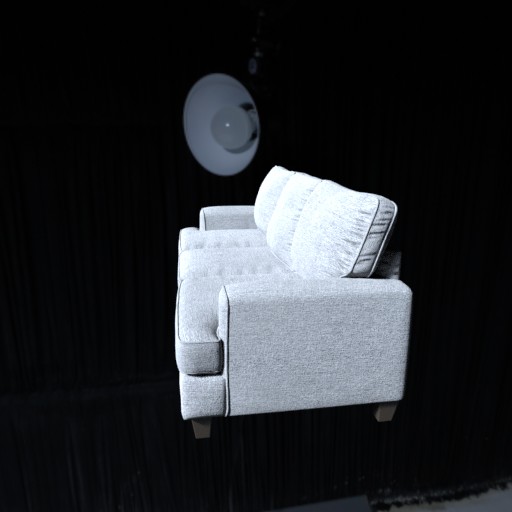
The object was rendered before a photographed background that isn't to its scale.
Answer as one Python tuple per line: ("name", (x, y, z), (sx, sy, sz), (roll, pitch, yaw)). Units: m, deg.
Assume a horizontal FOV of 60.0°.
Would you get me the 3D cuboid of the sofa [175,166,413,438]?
("sofa", (0.000, 0.000, 2.695), (0.951, 0.965, 2.158), (-2, 15, -9))
